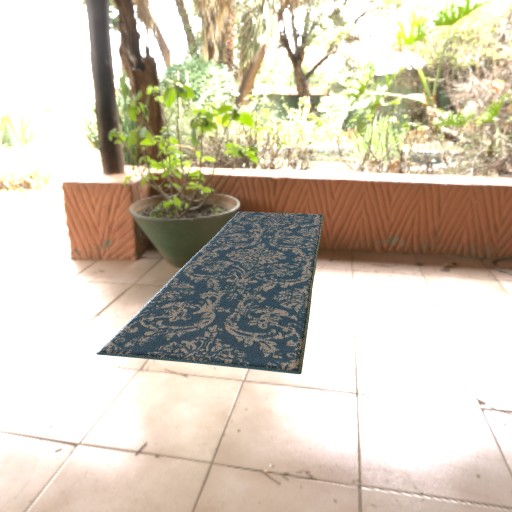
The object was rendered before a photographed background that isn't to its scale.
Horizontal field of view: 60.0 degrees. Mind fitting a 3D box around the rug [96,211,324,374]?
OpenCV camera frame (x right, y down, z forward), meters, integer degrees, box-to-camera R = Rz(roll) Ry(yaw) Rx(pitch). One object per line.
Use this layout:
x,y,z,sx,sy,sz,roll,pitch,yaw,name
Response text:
0.000,0.000,2.400,0.662,0.011,2.196,3,18,10,rug
